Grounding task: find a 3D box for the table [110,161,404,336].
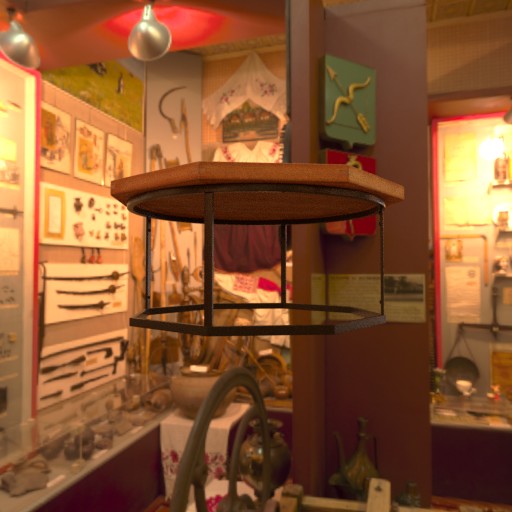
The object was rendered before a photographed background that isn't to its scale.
[{"bbox_3d":[0.000,0.000,1.574,1.002,0.444,1.002,0,-2,0],"label":"table"}]
